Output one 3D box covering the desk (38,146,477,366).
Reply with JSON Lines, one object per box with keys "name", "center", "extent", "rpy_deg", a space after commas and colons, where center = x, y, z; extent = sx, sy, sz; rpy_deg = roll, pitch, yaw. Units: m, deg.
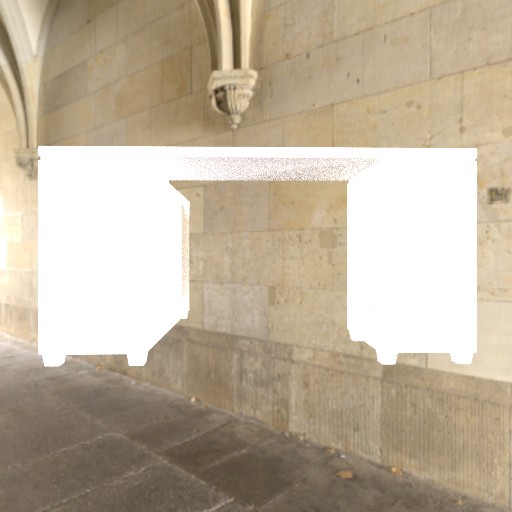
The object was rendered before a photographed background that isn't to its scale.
{"name": "desk", "center": [0.000, 0.000, 2.141], "extent": [1.524, 0.759, 1.199], "rpy_deg": [0, 0, -1]}
